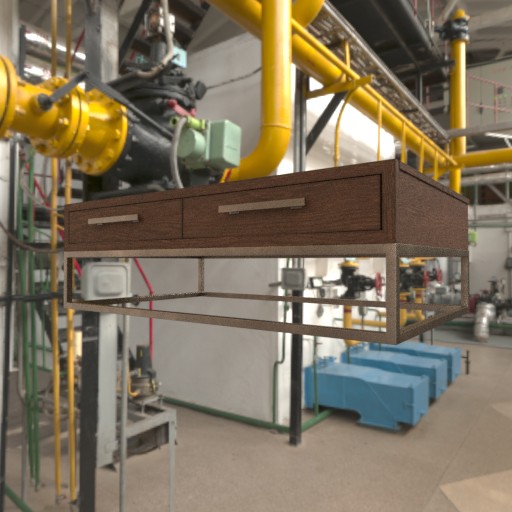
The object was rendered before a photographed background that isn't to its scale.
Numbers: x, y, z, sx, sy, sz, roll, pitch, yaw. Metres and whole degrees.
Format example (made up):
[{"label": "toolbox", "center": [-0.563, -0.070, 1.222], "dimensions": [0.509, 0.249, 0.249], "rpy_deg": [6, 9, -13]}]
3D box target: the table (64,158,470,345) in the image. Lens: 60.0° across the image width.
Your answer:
[{"label": "table", "center": [0.000, 0.000, 1.472], "dimensions": [1.167, 0.361, 0.719], "rpy_deg": [-1, -1, 36]}]
